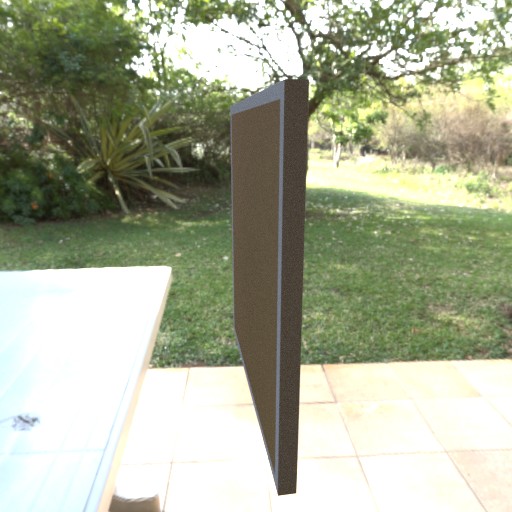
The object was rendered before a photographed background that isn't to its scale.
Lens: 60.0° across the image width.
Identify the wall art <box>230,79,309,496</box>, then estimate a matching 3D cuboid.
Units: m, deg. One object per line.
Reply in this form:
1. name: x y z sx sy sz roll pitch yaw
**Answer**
1. wall art: 0.000 0.000 1.128 0.038 0.761 0.763 -3 16 -9
